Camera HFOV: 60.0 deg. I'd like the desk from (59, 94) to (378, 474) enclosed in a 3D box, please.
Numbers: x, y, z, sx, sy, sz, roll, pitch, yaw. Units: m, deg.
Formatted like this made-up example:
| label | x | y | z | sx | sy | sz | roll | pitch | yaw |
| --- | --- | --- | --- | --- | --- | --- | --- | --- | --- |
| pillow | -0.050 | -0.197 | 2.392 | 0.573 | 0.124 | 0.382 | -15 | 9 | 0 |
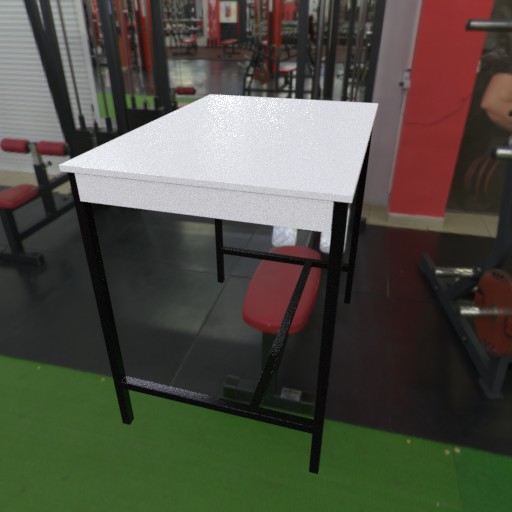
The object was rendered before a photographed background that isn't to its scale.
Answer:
| label | x | y | z | sx | sy | sz | roll | pitch | yaw |
| --- | --- | --- | --- | --- | --- | --- | --- | --- | --- |
| desk | 0.000 | 0.000 | 1.332 | 0.573 | 0.766 | 0.811 | 8 | 31 | 14 |
